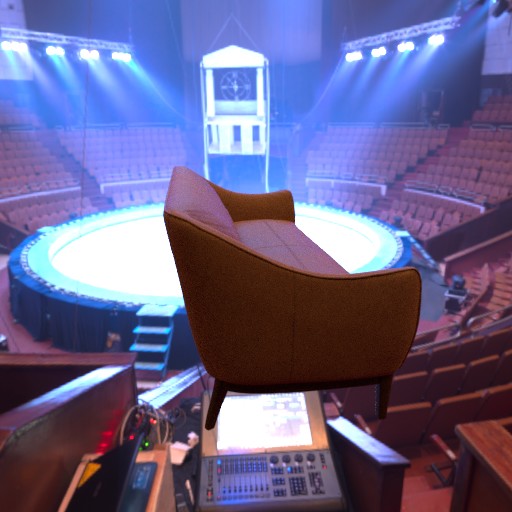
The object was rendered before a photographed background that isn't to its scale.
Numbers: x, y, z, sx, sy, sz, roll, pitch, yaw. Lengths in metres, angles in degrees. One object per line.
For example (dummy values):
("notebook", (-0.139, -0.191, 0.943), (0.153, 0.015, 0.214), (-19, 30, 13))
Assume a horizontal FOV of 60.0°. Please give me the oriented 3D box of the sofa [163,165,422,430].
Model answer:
("sofa", (0.000, 0.000, 2.358), (0.869, 0.830, 1.928), (-3, 17, -9))
